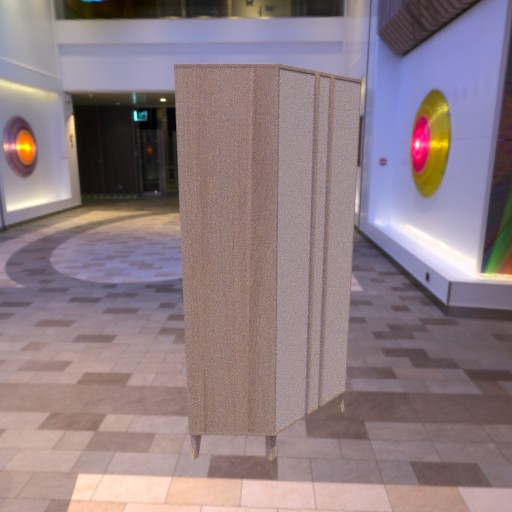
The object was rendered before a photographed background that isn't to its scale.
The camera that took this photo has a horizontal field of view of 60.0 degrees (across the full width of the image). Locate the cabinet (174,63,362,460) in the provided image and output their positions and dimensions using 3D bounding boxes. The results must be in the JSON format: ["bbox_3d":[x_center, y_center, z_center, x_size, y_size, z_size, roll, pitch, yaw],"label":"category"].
[{"bbox_3d":[0.000,0.000,2.665,1.272,1.957,0.969,-13,18,-43],"label":"cabinet"}]
